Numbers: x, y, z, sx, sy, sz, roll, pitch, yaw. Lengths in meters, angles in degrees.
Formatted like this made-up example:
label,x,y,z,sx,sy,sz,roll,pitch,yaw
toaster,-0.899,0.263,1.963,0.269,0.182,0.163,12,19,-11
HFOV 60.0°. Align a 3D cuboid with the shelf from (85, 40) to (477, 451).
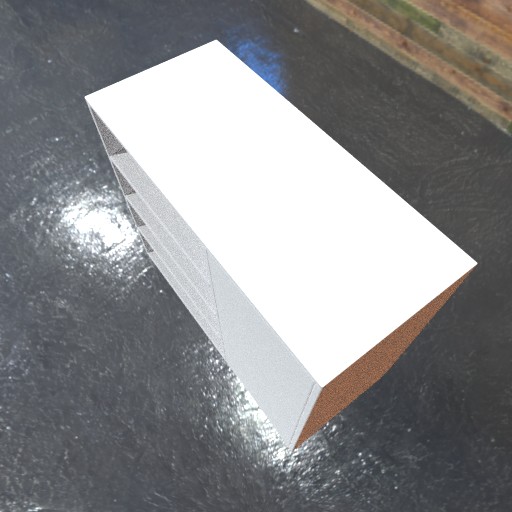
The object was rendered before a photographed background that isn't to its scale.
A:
label,x,y,z,sx,sy,sz,roll,pitch,yaw
shelf,0.000,0.000,1.287,0.396,0.732,0.895,-33,64,-18
